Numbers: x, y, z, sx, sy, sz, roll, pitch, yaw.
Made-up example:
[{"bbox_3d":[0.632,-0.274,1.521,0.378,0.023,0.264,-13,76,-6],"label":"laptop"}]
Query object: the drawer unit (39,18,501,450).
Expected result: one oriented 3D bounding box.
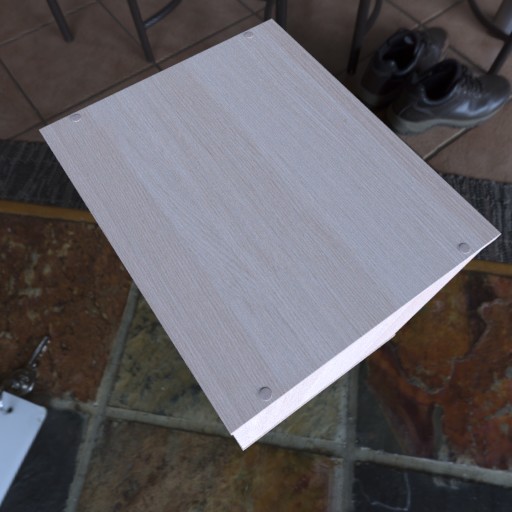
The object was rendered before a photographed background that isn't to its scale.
[{"bbox_3d":[0.000,0.000,0.576,0.290,0.344,0.349,-32,69,-14],"label":"drawer unit"}]
